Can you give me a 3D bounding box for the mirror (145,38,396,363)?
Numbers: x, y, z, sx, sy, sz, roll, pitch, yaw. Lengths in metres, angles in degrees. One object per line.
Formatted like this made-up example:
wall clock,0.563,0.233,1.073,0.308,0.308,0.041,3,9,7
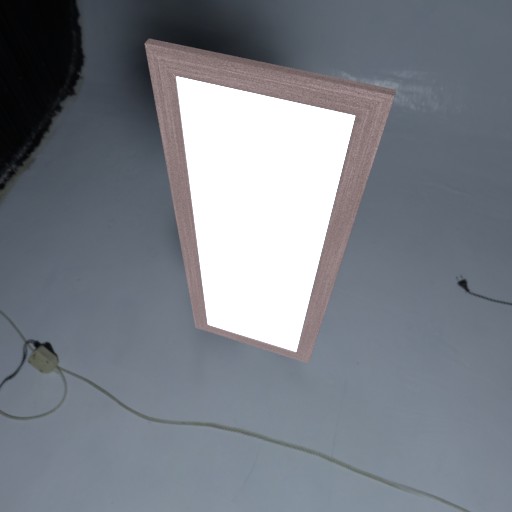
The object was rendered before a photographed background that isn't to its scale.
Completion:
mirror,0.000,0.000,2.203,0.812,2.020,0.221,16,60,9
